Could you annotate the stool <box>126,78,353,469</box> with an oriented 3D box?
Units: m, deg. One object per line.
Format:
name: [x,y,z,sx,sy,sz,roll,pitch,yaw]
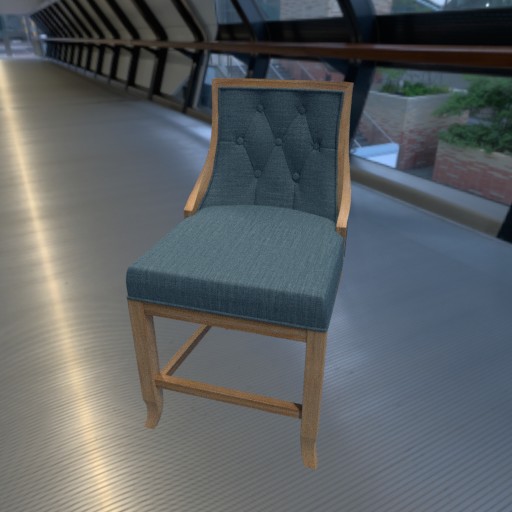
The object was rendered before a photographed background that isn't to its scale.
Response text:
stool: [0.000,0.000,1.331,0.524,0.938,0.626,8,28,14]
